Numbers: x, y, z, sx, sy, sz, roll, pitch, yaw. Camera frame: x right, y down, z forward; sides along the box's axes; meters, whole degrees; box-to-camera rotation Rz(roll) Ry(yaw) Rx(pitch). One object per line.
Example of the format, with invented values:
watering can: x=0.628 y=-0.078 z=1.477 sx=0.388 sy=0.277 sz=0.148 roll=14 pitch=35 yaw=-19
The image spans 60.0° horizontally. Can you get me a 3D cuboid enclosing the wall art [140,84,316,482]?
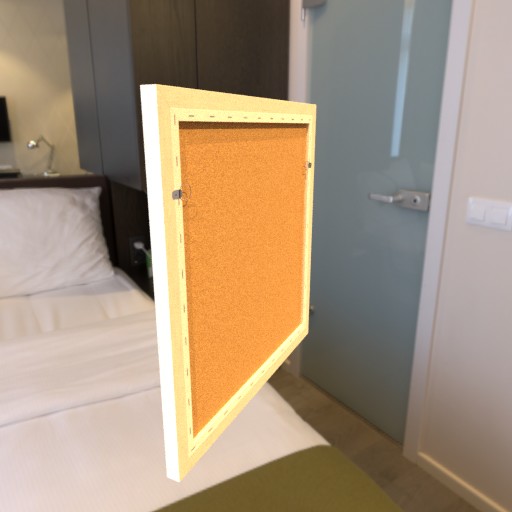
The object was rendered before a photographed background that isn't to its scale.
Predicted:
wall art: x=0.000 y=0.000 z=1.511 sx=0.045 sy=1.016 sz=1.016 roll=8 pitch=18 yaw=25
